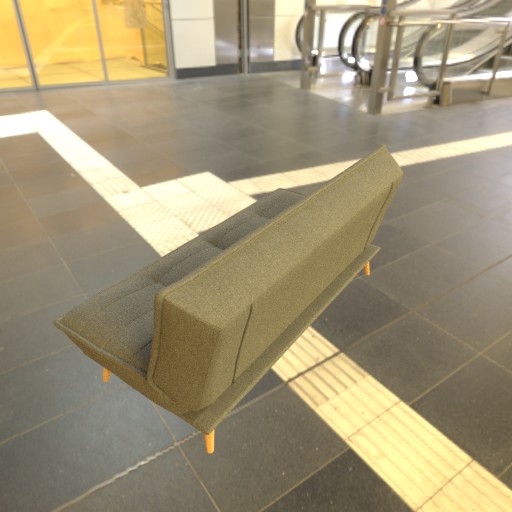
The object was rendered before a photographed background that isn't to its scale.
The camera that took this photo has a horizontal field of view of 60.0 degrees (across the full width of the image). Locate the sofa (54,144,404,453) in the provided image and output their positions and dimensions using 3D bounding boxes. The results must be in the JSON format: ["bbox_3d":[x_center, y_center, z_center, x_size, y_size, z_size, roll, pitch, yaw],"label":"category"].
[{"bbox_3d":[0.000,0.000,2.456,0.950,0.890,1.940,20,37,30],"label":"sofa"}]
